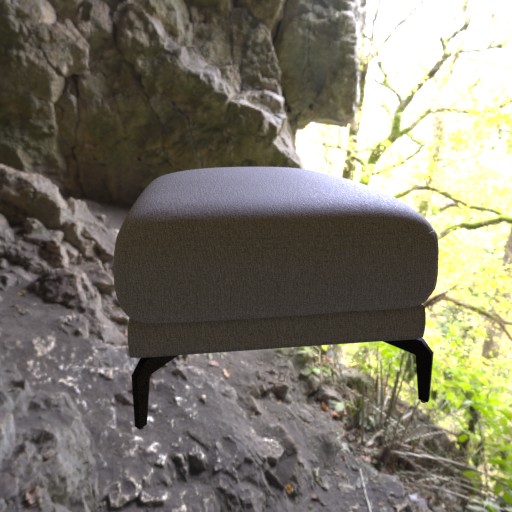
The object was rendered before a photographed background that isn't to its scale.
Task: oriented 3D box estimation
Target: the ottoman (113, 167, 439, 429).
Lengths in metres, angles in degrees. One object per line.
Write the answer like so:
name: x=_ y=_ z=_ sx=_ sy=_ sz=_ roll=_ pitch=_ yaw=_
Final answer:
ottoman: x=0.000 y=0.000 z=1.085 sx=0.568 sy=0.420 sz=0.772 roll=-2 pitch=15 yaw=-8
